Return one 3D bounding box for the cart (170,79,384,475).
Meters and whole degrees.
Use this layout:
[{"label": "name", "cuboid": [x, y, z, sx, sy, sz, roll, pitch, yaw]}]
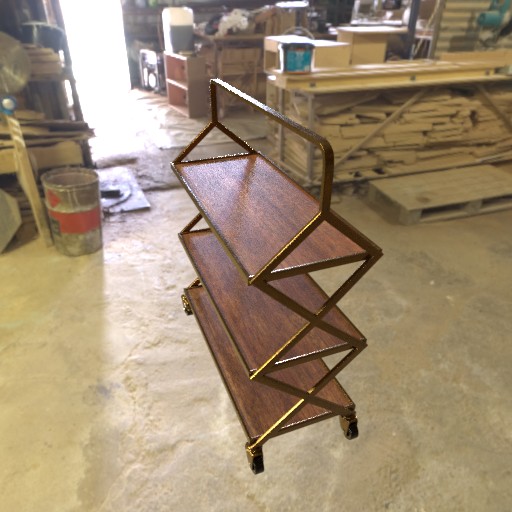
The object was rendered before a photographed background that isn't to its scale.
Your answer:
[{"label": "cart", "cuboid": [0.000, 0.000, 1.204, 0.313, 0.805, 0.723, -11, 33, -18]}]
